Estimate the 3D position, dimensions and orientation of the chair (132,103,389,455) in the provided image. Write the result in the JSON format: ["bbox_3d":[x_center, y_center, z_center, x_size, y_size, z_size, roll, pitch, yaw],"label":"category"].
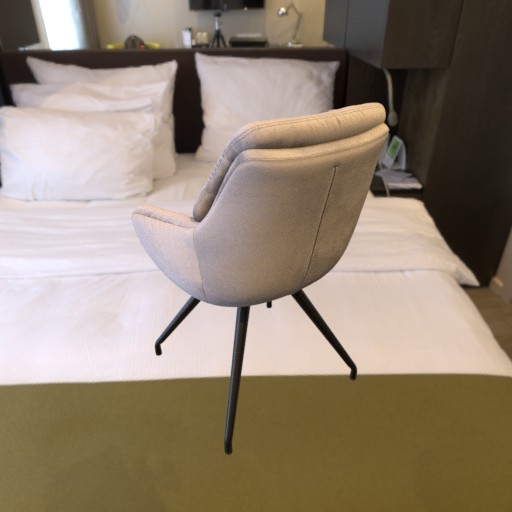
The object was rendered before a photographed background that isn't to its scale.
[{"bbox_3d":[0.000,0.000,1.263,0.579,0.888,0.569,-19,36,-29],"label":"chair"}]
